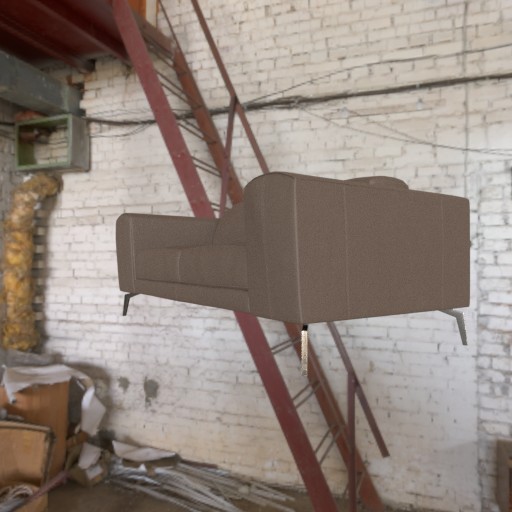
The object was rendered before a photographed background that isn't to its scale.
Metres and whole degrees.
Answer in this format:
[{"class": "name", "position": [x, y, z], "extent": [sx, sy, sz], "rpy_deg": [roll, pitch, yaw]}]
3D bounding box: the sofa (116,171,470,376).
[{"class": "sofa", "position": [0.000, 0.000, 2.408], "extent": [1.003, 0.779, 1.895], "rpy_deg": [0, -1, -34]}]
